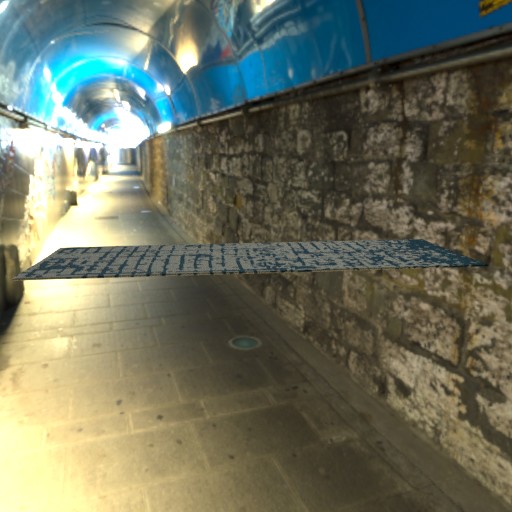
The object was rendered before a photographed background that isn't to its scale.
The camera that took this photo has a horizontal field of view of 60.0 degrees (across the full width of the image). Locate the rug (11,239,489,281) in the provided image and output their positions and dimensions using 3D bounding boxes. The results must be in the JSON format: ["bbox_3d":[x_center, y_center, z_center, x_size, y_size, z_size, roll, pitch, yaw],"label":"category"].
[{"bbox_3d":[0.000,0.000,2.609,2.435,0.011,0.750,-1,13,-6],"label":"rug"}]
